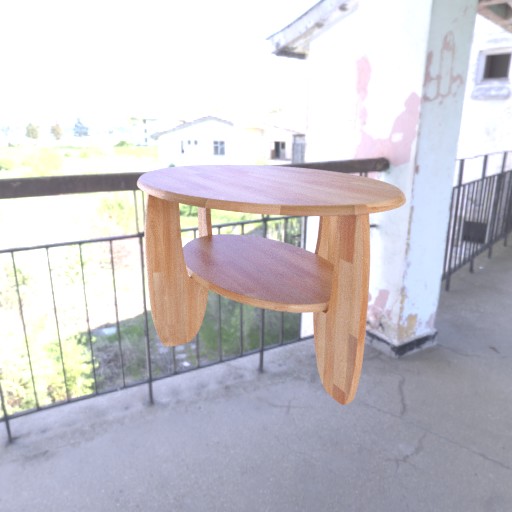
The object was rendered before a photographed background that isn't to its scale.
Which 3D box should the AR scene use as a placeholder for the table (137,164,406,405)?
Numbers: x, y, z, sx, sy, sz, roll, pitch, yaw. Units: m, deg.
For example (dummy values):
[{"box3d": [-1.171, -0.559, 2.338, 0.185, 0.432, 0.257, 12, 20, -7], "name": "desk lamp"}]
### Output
[{"box3d": [0.000, 0.000, 1.407, 0.690, 0.490, 1.040, -8, 18, -25], "name": "table"}]
